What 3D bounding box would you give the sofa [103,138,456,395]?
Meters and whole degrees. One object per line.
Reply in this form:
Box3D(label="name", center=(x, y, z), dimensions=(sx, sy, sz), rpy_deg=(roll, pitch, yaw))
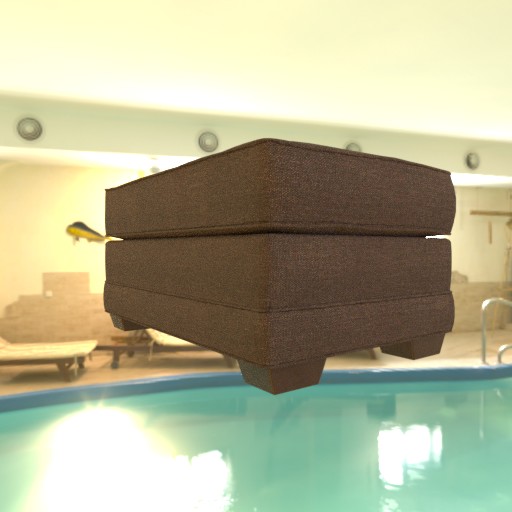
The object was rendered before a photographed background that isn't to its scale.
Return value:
Box3D(label="sofa", center=(0.000, 0.000, 1.214), dimensions=(0.578, 0.457, 0.854), rpy_deg=(-1, 1, -36))
